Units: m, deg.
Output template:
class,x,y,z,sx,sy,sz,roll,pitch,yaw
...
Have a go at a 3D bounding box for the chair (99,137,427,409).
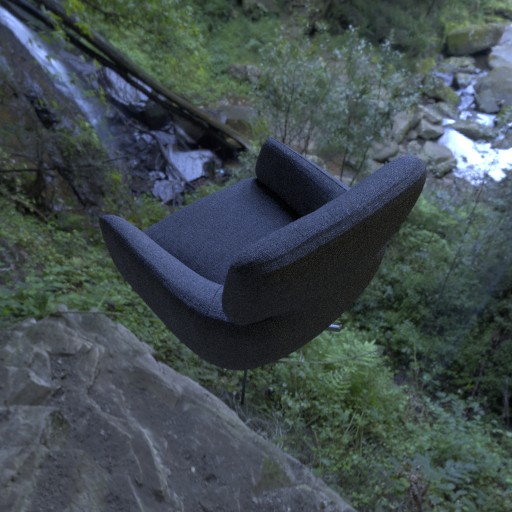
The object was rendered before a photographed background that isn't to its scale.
class,x,y,z,sx,sy,sz,roll,pitch,yaw
chair,0.000,0.000,1.379,0.706,0.812,0.715,-32,54,-26
